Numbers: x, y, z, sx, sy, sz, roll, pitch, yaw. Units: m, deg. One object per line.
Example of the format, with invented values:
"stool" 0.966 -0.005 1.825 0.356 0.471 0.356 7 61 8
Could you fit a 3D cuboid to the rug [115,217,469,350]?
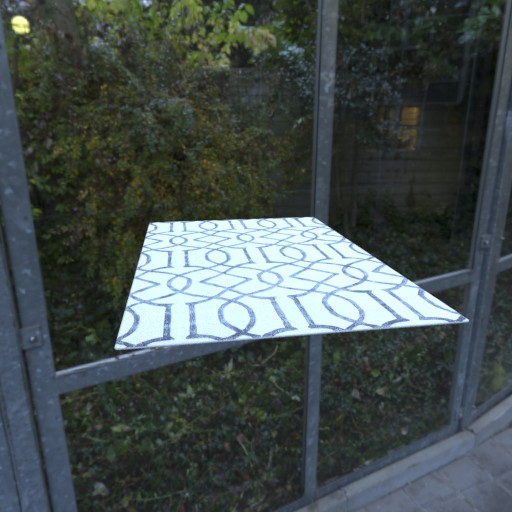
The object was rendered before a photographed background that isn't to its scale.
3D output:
"rug" 0.000 0.000 2.957 1.521 0.017 2.365 -3 17 -9
